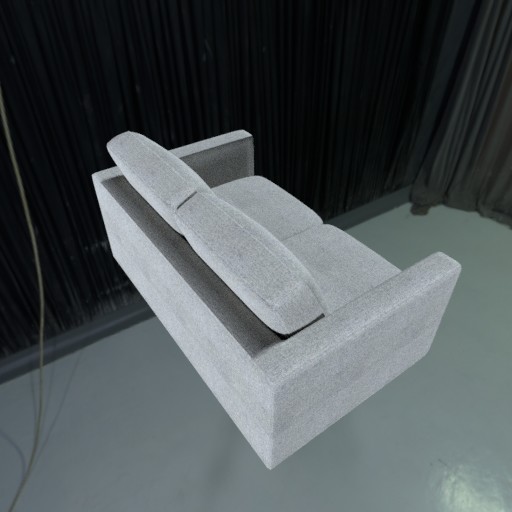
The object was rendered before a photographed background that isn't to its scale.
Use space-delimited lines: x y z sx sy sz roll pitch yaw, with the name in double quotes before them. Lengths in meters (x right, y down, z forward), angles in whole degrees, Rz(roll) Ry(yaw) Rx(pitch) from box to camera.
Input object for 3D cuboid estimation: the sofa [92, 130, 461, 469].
"sofa" 0.000 0.000 2.150 0.969 0.973 1.527 -25 46 -26
